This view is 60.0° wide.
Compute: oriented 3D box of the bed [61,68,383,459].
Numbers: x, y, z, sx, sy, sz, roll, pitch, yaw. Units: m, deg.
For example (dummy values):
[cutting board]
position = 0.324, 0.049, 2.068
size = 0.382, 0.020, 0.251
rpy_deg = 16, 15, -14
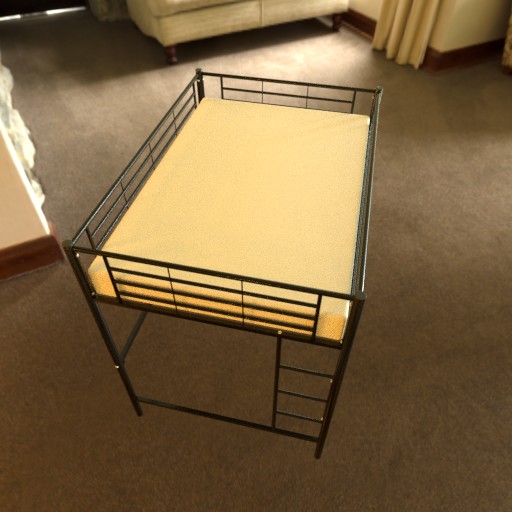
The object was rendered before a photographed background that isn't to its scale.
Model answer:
[bed]
position = 0.000, 0.000, 3.248
size = 1.397, 1.803, 1.994
rpy_deg = 10, 47, 9
